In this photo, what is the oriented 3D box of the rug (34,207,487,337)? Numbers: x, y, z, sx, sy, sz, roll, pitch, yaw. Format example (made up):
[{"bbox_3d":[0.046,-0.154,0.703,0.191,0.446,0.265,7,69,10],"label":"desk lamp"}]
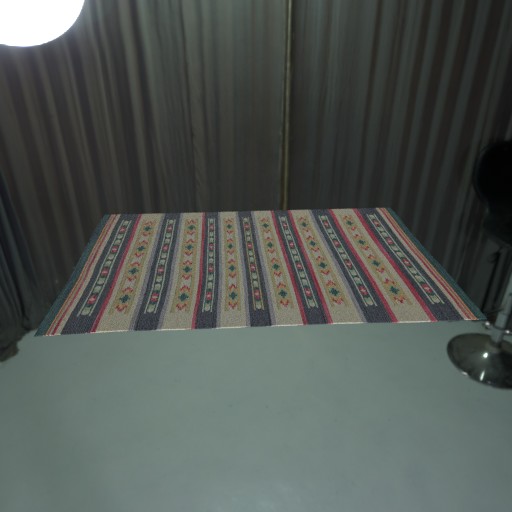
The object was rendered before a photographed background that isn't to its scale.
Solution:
[{"bbox_3d":[0.000,0.000,2.906,2.311,0.010,1.522,-2,28,-3],"label":"rug"}]
